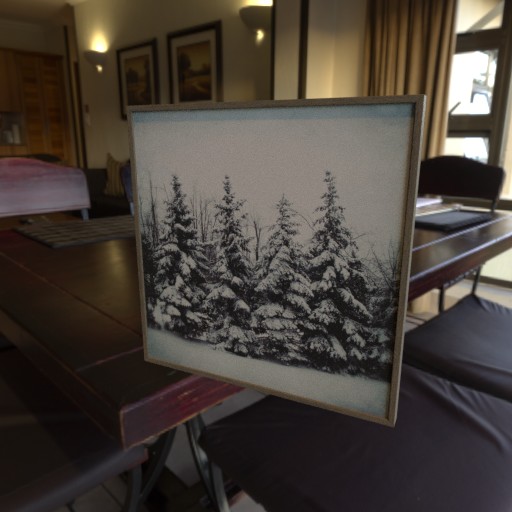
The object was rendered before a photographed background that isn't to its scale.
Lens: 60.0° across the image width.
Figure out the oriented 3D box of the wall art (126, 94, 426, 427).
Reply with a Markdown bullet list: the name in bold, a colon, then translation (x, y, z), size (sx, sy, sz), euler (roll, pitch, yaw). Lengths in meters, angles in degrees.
- **wall art**: translation (0.000, 0.000, 1.149), size (0.758, 0.758, 0.039), euler (7, 16, 25)
